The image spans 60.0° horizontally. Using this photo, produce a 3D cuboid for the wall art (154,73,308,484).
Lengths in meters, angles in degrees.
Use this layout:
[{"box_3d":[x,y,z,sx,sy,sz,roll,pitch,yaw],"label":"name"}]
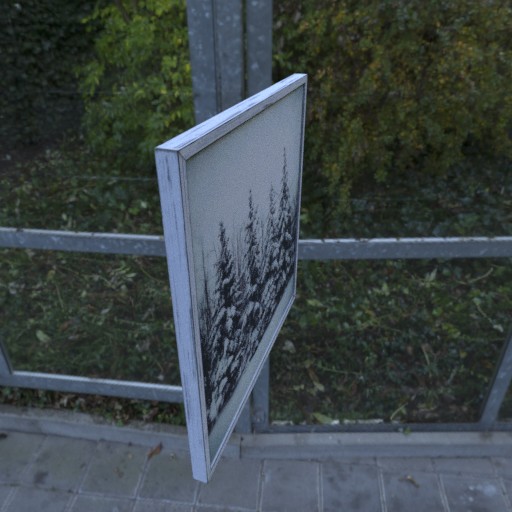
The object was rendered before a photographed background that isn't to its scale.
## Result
[{"box_3d":[0.000,0.000,1.119,0.037,0.761,0.761,10,32,17],"label":"wall art"}]
